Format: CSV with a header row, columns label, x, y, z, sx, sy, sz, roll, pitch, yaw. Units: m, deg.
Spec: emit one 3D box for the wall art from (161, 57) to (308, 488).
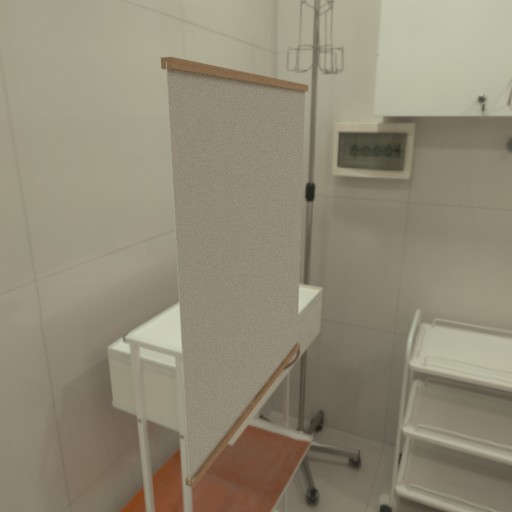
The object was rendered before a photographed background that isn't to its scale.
label,x,y,z,sx,sy,sz,roll,pitch,yaw
wall art,0.000,0.000,0.671,0.012,0.508,0.405,8,19,24
